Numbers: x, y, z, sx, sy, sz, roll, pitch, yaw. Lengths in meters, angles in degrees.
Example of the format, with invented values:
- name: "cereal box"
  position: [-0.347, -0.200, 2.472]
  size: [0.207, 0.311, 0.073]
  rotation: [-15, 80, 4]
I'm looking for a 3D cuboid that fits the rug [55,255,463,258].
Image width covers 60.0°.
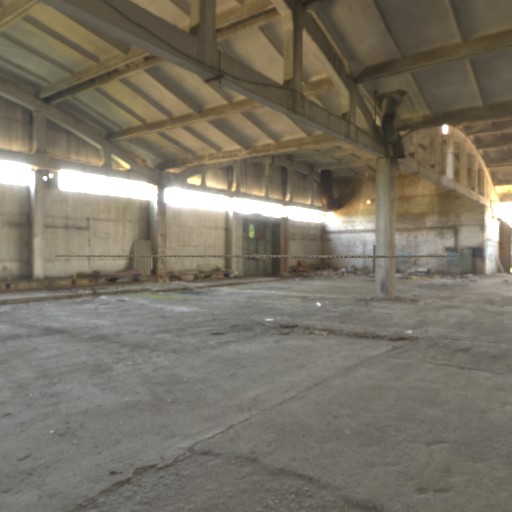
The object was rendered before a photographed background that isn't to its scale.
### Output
- name: "rug"
  position: [0.000, 0.000, 2.360]
  size: [1.815, 0.007, 1.226]
  rotation: [0, 0, 36]
